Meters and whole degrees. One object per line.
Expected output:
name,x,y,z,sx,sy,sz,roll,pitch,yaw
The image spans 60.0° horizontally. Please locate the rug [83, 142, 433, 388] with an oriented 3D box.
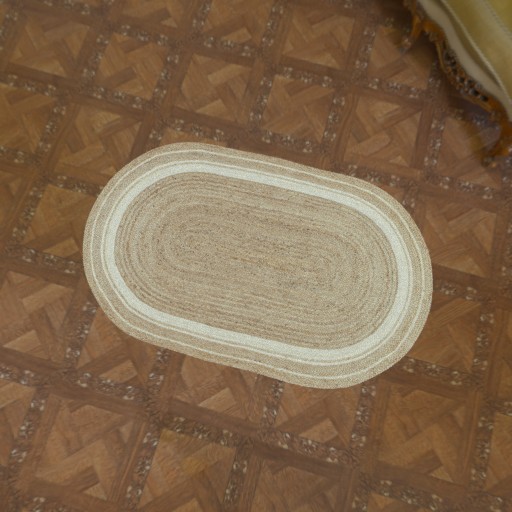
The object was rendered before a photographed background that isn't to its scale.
rug,0.000,0.000,3.053,2.432,0.006,1.520,14,75,4
